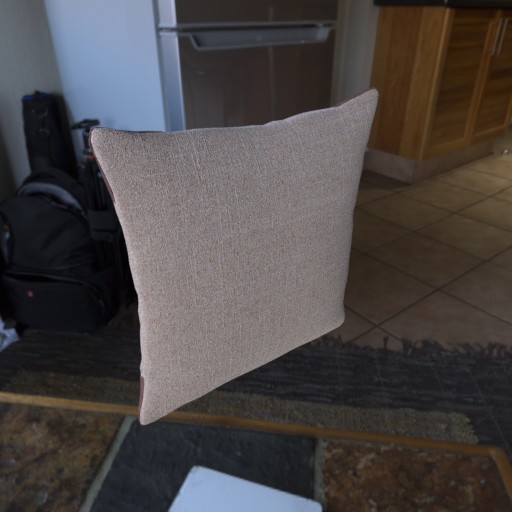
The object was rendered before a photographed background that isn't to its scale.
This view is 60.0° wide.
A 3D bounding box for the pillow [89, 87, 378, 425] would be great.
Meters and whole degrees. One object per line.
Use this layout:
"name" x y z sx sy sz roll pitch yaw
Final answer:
"pillow" 0.000 0.000 0.673 0.437 0.448 0.147 -20 36 -30
